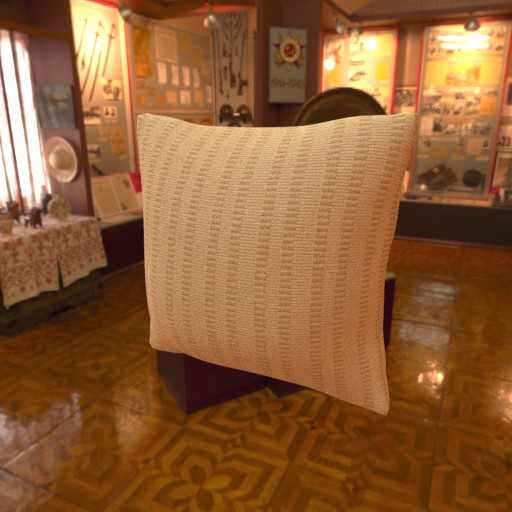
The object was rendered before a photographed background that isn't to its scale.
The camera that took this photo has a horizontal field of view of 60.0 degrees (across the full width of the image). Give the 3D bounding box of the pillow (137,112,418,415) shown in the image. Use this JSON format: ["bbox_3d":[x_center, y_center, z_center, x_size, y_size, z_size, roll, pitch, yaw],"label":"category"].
[{"bbox_3d":[0.000,0.000,0.679,0.438,0.419,0.247,9,19,26],"label":"pillow"}]
